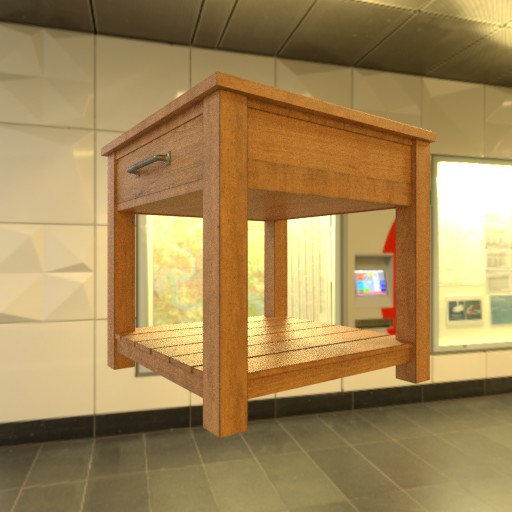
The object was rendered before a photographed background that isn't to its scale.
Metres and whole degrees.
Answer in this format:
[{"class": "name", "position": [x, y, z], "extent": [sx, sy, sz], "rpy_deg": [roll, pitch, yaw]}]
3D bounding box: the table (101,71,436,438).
[{"class": "table", "position": [0.000, 0.000, 1.126], "extent": [0.612, 0.593, 0.616], "rpy_deg": [0, 0, -36]}]
